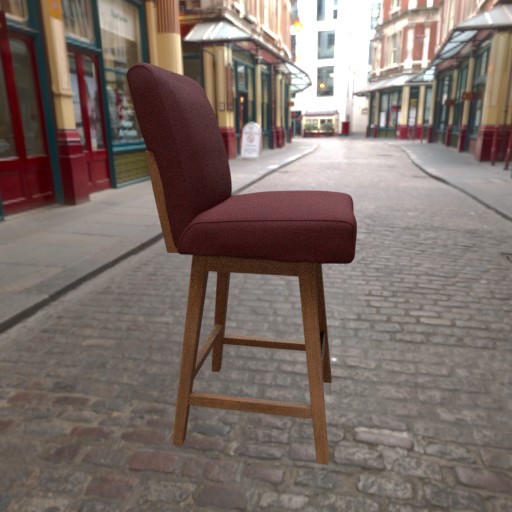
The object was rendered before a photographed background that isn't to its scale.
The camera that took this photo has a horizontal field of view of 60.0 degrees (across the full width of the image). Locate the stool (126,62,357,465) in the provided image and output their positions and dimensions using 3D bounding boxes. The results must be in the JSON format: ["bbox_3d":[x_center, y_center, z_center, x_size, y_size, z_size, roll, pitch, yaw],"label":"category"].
[{"bbox_3d":[0.000,0.000,1.319,0.562,1.038,0.468,3,16,10],"label":"stool"}]
